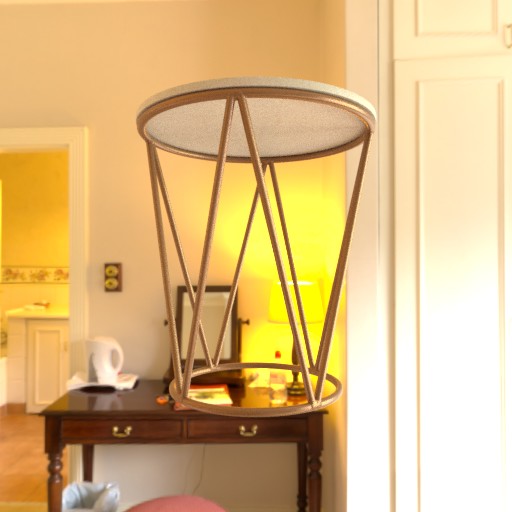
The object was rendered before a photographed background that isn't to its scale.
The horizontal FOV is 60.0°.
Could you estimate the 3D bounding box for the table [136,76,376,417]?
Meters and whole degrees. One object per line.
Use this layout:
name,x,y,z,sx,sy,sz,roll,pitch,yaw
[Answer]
table,0.000,0.000,0.950,0.500,0.564,0.500,0,-1,0
